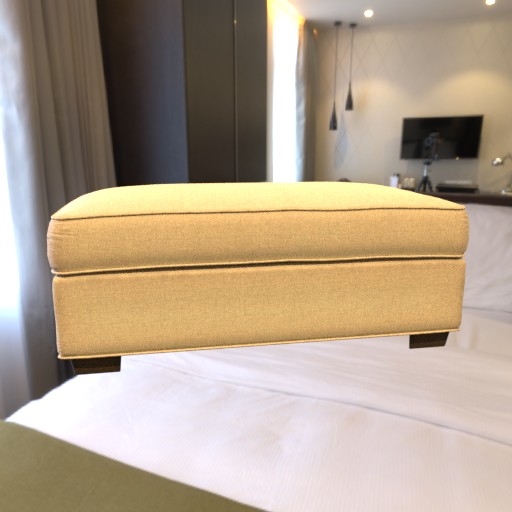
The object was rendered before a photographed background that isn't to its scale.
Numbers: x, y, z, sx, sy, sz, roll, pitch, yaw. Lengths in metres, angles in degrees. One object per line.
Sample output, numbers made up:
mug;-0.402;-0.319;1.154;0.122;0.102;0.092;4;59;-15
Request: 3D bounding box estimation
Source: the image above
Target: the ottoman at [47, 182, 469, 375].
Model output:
ottoman;0.000;0.000;1.426;1.097;0.448;0.617;-2;14;-9
